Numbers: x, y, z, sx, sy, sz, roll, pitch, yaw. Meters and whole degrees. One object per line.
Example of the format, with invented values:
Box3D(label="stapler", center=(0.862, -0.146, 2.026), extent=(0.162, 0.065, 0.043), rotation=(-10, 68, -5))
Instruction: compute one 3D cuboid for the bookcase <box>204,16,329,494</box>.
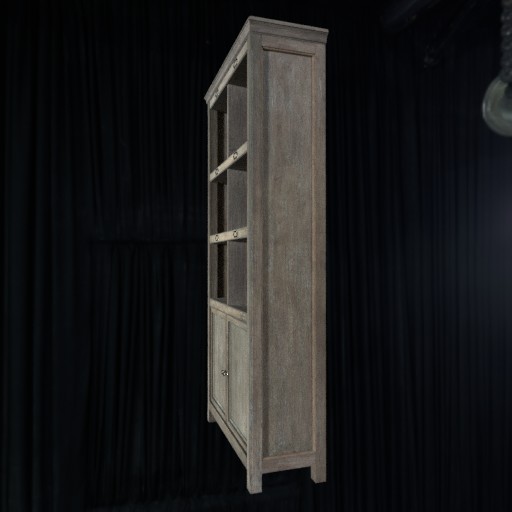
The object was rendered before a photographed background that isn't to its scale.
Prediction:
Box3D(label="bookcase", center=(0.000, 0.000, 2.204), extent=(0.348, 1.880, 0.906), rotation=(0, 0, -18))
